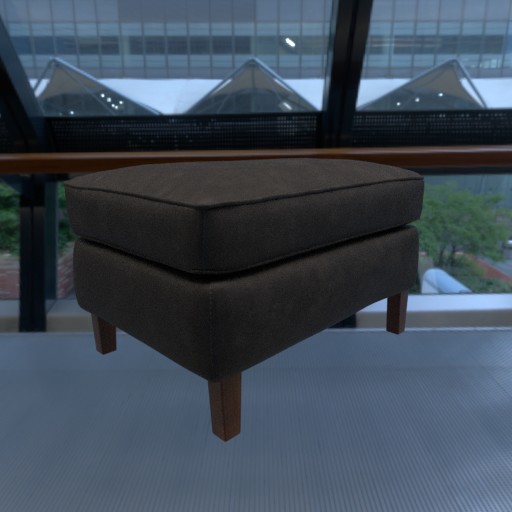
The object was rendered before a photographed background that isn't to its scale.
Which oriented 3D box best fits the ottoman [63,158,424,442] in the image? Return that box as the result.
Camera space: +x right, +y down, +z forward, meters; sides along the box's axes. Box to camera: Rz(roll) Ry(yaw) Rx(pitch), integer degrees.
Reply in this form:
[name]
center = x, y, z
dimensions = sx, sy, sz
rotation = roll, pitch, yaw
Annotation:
[ottoman]
center = 0.000, 0.000, 0.987
dimensions = 0.665, 0.413, 0.501
rotation = -14, 21, -43
